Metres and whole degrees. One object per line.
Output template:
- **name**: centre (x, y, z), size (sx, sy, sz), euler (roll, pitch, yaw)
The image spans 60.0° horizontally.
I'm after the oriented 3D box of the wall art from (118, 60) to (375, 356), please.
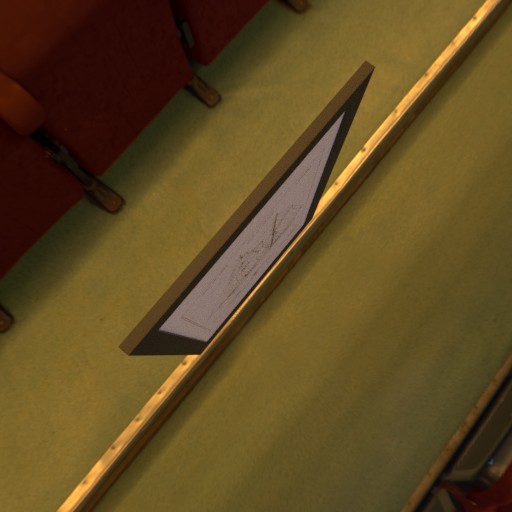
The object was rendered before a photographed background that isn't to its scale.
- **wall art**: centre (0.000, 0.000, 0.693), size (0.013, 0.534, 0.381), euler (38, 80, 8)
